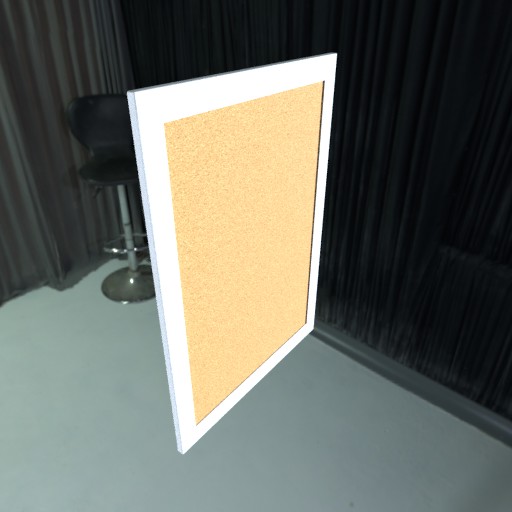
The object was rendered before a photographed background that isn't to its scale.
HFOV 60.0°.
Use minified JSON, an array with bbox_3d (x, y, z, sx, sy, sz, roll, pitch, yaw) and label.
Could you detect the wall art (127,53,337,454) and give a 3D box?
[{"bbox_3d":[0.000,0.000,0.670,0.012,0.529,0.374,22,37,32],"label":"wall art"}]
